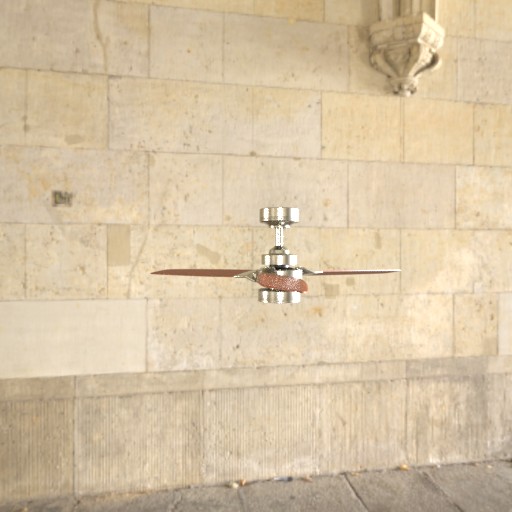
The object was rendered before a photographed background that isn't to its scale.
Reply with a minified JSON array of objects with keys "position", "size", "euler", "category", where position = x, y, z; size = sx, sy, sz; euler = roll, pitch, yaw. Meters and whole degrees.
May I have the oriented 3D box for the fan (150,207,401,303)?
[{"position":[0.000,0.000,2.059],"size":[1.271,0.410,1.416],"euler":[0,0,36],"category":"fan"}]
